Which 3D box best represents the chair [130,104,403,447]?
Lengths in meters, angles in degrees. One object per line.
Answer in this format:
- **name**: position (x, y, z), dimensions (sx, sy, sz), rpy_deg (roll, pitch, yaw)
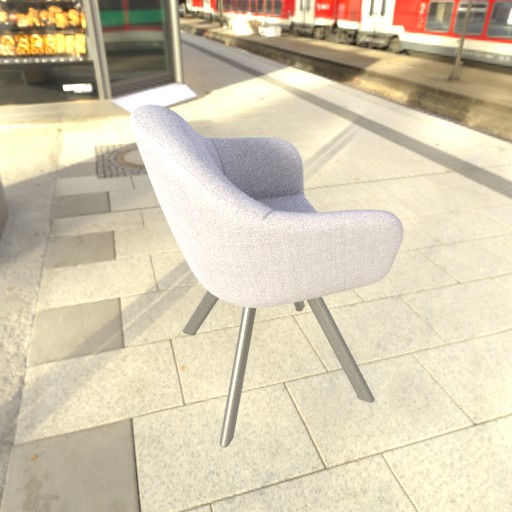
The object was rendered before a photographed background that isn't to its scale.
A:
- **chair**: position (0.000, 0.000, 1.180), dimensions (0.550, 0.795, 0.590), rpy_deg (-10, 32, -17)
